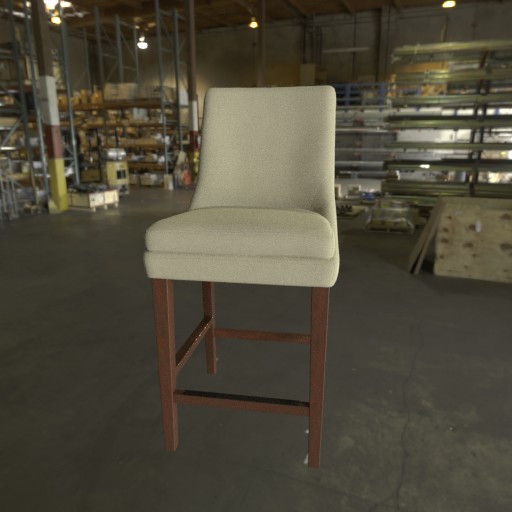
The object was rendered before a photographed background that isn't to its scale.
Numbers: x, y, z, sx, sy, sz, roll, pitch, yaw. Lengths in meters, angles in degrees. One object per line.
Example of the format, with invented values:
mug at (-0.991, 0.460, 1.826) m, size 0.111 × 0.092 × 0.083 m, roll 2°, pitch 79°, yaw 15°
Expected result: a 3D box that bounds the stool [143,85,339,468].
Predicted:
stool at (0.000, 0.000, 1.295) m, size 0.470 × 0.981 × 0.577 m, roll 2°, pitch 15°, yaw 9°
